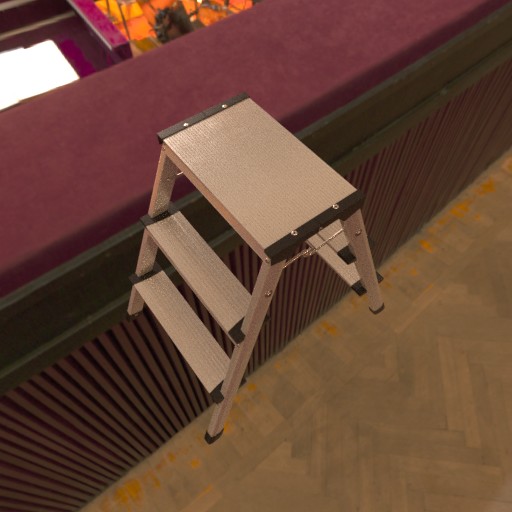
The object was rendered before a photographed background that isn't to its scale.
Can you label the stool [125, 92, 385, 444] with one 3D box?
[{"bbox_3d":[0.000,0.000,1.036,0.622,0.605,0.437,-33,63,-19],"label":"stool"}]
